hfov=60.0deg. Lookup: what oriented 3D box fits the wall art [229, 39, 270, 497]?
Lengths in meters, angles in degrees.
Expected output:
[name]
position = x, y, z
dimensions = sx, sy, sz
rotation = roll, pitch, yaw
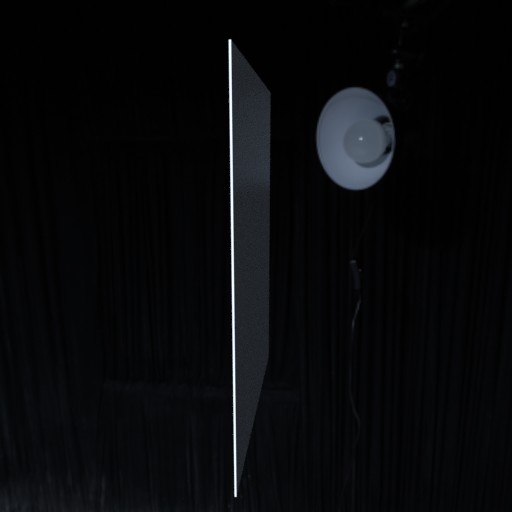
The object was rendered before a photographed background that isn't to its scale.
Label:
[wall art]
position = 0.000, 0.000, 0.793
dimensions = 0.003, 0.609, 0.457
rotation = 2, 13, 7
